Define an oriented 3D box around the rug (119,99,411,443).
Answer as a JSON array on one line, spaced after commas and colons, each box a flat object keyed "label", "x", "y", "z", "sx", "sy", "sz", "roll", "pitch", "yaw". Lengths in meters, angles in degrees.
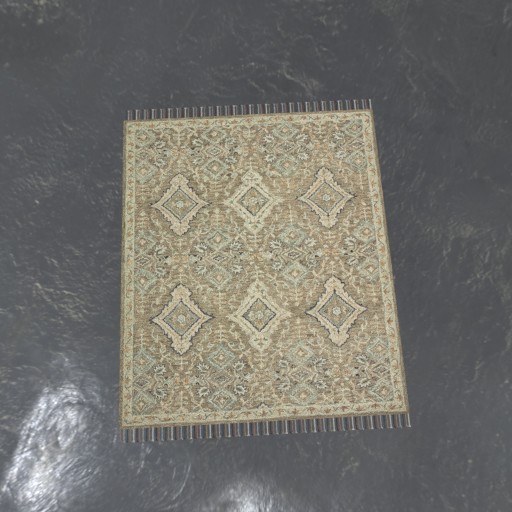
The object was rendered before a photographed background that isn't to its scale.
[{"label": "rug", "x": 0.000, "y": 0.000, "z": 4.024, "sx": 2.437, "sy": 0.010, "sz": 3.056, "roll": -3, "pitch": 77, "yaw": -1}]
